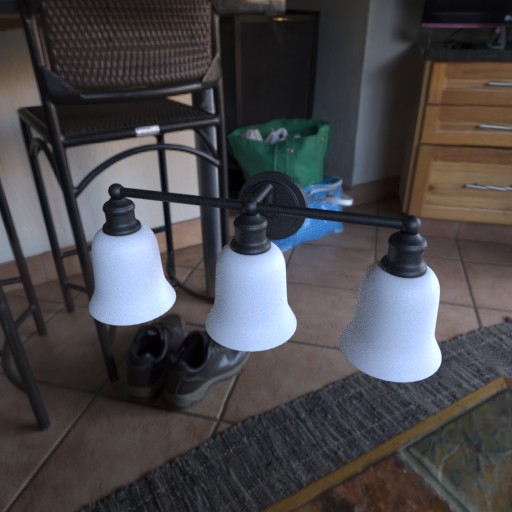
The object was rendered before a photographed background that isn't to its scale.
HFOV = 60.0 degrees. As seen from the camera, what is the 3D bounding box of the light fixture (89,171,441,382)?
[{"bbox_3d":[0.000,0.000,0.680,0.570,0.211,0.198,8,29,15],"label":"light fixture"}]
